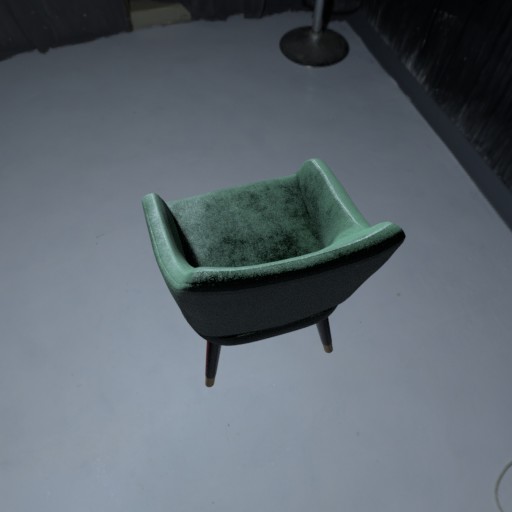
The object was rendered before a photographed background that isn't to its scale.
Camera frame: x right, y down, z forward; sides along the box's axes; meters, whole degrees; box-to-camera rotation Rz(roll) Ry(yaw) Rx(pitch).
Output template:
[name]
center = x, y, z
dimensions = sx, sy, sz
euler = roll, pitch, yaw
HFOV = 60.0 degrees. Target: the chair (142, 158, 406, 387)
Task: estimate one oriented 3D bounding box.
[chair]
center = 0.000, 0.000, 1.555
dimensions = 0.683, 1.081, 0.794
euler = -14, 59, -9
